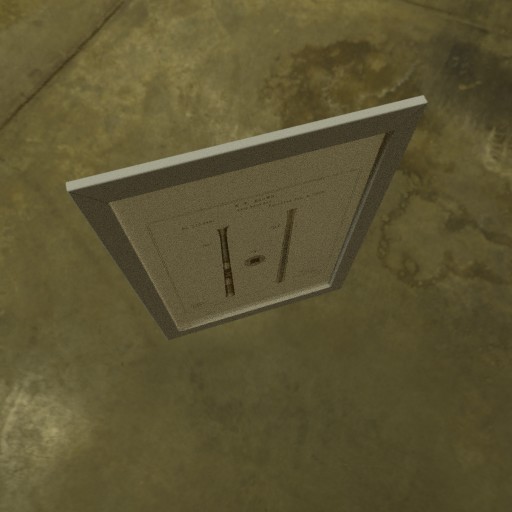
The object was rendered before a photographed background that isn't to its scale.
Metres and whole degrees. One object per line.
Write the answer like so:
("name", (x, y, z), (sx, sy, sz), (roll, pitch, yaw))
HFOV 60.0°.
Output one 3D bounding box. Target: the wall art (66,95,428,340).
("wall art", (0.000, 0.000, 0.679), (0.374, 0.529, 0.012), (-16, 65, -8))
